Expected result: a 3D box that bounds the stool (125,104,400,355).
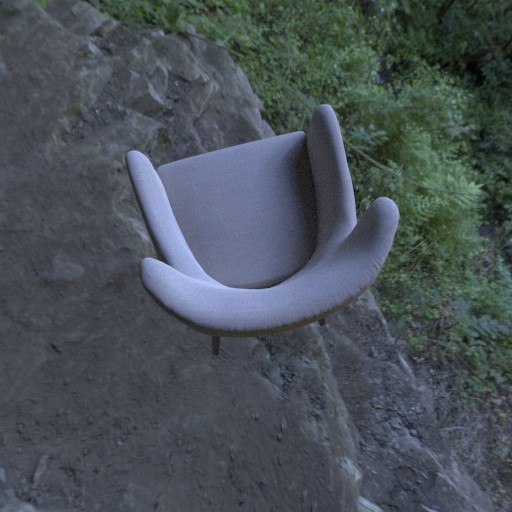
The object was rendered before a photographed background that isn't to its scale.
[{"bbox_3d":[0.000,0.000,1.388,0.556,1.034,0.563,-15,75,-4],"label":"stool"}]
